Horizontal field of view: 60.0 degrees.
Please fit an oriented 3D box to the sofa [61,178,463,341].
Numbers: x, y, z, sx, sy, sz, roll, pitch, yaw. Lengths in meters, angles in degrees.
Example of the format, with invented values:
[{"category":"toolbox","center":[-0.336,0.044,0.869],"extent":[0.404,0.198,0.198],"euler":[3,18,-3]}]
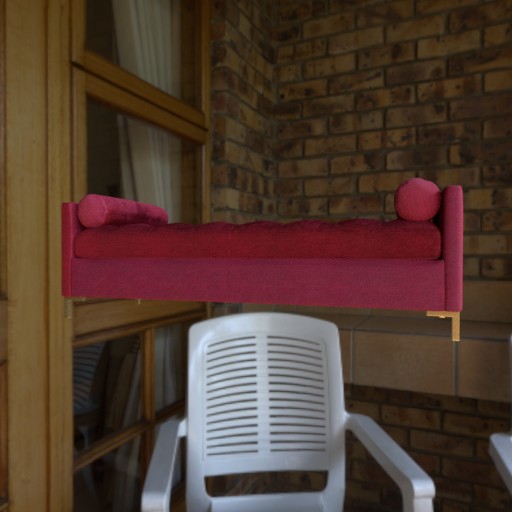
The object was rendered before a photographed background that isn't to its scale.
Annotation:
[{"category":"sofa","center":[0.000,0.000,2.540],"extent":[2.102,0.705,0.796],"euler":[0,1,19]}]
